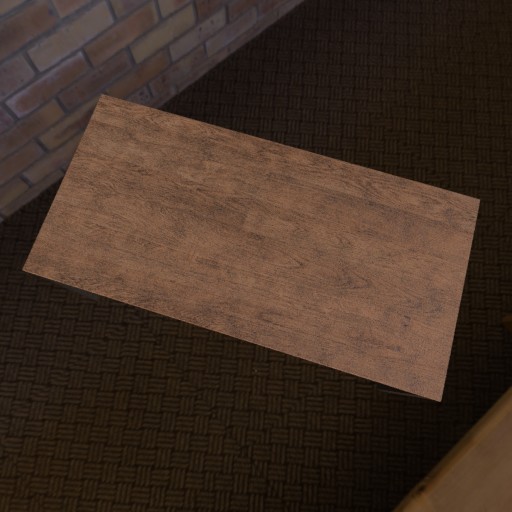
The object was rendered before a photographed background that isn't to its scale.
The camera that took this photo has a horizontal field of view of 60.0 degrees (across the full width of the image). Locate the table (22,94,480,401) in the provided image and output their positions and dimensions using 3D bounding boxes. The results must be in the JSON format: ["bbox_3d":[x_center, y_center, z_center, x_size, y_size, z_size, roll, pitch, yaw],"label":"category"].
[{"bbox_3d":[0.000,0.000,2.296,1.805,0.767,0.893,17,76,4],"label":"table"}]
